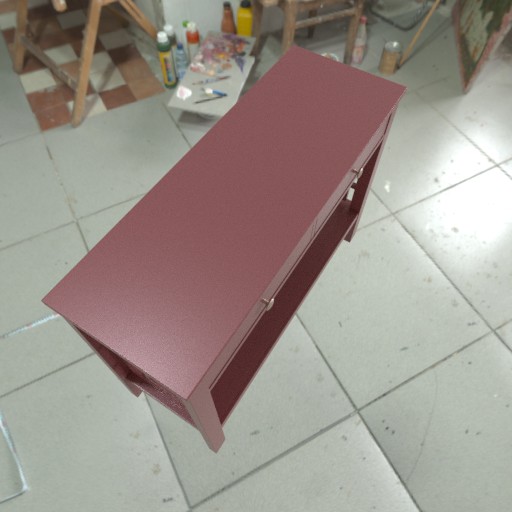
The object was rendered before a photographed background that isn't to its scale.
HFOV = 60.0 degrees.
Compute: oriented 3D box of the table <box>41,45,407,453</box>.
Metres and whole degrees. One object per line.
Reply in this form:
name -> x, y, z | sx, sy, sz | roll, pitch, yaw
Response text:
table -> 0.000, 0.000, 1.436 | 0.397, 0.753, 1.068 | 28, 62, 16
